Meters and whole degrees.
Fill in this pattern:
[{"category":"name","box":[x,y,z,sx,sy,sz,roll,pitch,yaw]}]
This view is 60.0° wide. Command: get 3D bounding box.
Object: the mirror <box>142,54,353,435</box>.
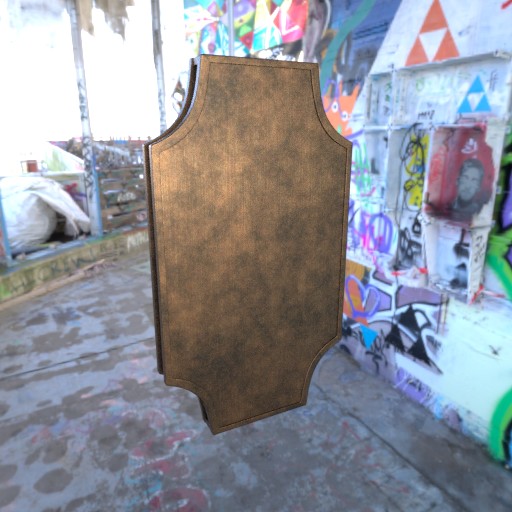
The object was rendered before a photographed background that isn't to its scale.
[{"category":"mirror","box":[0.000,0.000,0.997,0.462,0.811,0.066,-8,18,-26]}]
